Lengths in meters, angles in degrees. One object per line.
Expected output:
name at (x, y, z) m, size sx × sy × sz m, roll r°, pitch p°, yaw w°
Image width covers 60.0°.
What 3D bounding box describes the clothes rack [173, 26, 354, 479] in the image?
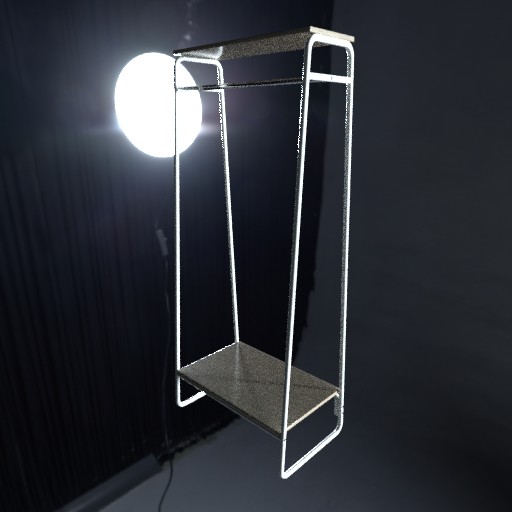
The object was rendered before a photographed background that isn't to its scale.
clothes rack at (0.000, 0.000, 1.735) m, size 0.640 × 1.512 × 0.400 m, roll 16°, pitch 23°, yaw 42°
